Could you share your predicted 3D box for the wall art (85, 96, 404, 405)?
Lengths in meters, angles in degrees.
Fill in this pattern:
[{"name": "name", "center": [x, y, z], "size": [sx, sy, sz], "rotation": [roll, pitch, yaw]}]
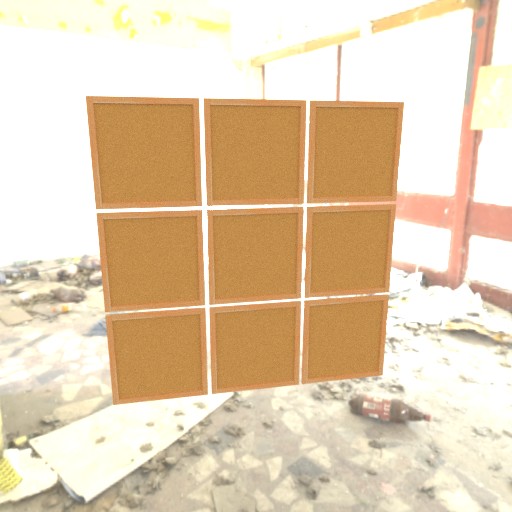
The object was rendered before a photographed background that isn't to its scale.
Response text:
[{"name": "wall art", "center": [0.000, 0.000, 1.820], "size": [1.216, 1.220, 0.013], "rotation": [-3, 15, -11]}]
